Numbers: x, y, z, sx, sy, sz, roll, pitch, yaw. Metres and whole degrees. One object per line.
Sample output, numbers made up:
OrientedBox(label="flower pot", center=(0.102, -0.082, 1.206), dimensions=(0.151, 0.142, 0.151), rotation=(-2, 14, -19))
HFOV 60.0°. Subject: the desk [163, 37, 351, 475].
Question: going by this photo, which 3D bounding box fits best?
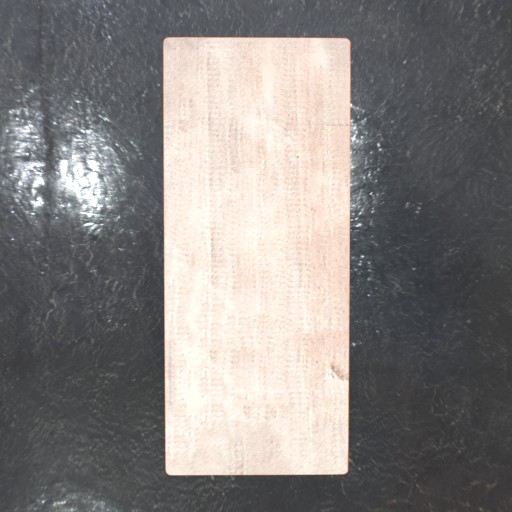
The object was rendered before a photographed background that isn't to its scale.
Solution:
OrientedBox(label="desk", center=(0.000, 0.000, 1.744), dimensions=(0.574, 0.756, 1.353), rotation=(0, 91, -1))
